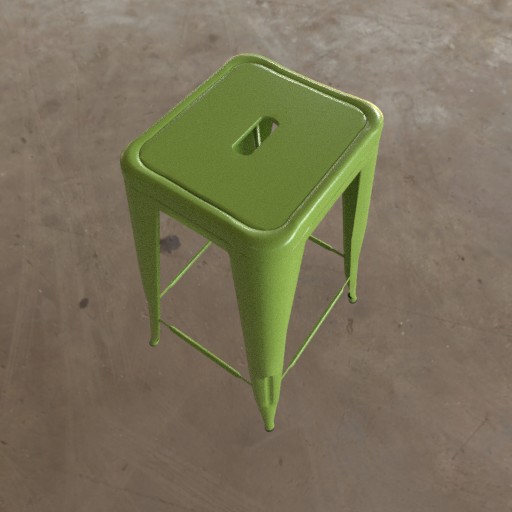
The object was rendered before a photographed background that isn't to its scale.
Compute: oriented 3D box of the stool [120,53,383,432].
[{"bbox_3d":[0.000,0.000,0.836,0.358,0.609,0.398,31,63,18],"label":"stool"}]
